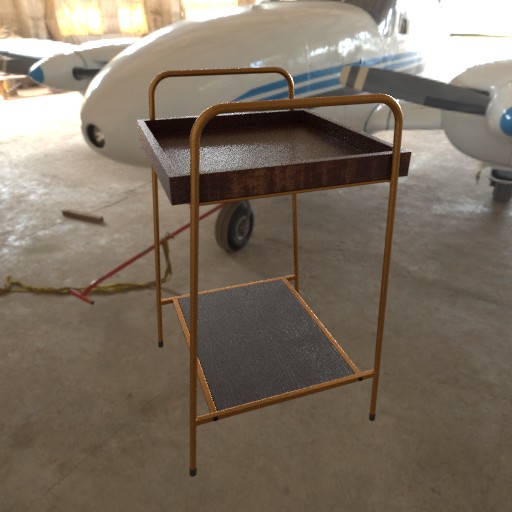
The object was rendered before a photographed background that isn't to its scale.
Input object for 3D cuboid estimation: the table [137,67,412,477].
[{"bbox_3d":[0.000,0.000,0.956,0.430,0.710,0.430,-10,30,-17],"label":"table"}]
